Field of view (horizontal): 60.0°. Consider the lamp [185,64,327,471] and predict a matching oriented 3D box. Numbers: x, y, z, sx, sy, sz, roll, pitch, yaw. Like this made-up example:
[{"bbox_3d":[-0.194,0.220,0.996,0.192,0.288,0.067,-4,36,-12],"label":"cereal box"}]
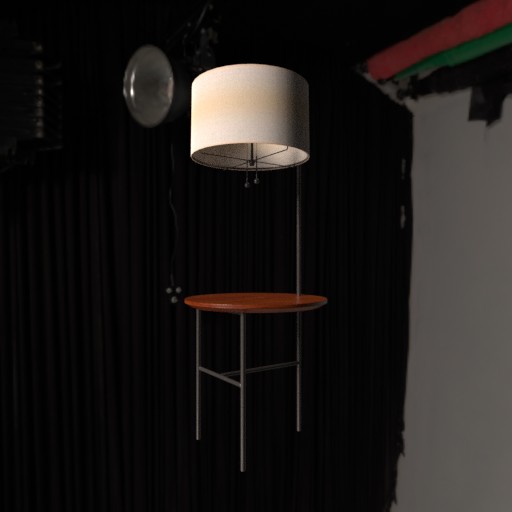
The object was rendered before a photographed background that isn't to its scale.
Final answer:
[{"bbox_3d":[0.000,0.000,1.807,0.573,1.517,0.573,0,-1,0],"label":"lamp"}]
